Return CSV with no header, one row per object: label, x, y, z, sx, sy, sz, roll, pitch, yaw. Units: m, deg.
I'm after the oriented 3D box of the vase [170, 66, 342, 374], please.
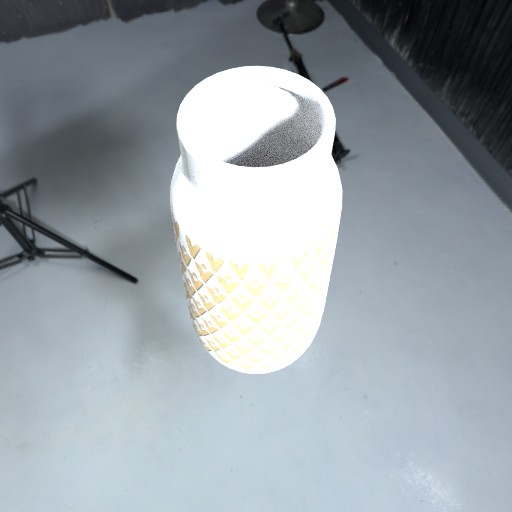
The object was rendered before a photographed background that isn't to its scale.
vase,0.000,0.000,0.381,0.137,0.307,0.137,0,58,0
